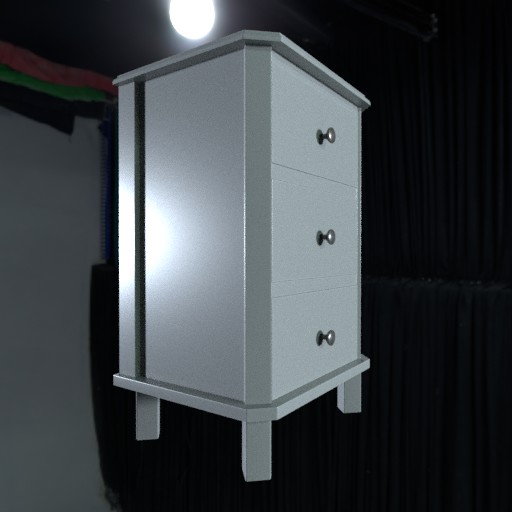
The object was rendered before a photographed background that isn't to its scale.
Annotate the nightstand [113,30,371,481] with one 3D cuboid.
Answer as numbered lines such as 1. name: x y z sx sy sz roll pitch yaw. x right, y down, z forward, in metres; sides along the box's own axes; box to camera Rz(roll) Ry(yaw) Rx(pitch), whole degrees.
1. nightstand: 0.000 0.000 0.905 0.348 0.680 0.435 0 1 36
